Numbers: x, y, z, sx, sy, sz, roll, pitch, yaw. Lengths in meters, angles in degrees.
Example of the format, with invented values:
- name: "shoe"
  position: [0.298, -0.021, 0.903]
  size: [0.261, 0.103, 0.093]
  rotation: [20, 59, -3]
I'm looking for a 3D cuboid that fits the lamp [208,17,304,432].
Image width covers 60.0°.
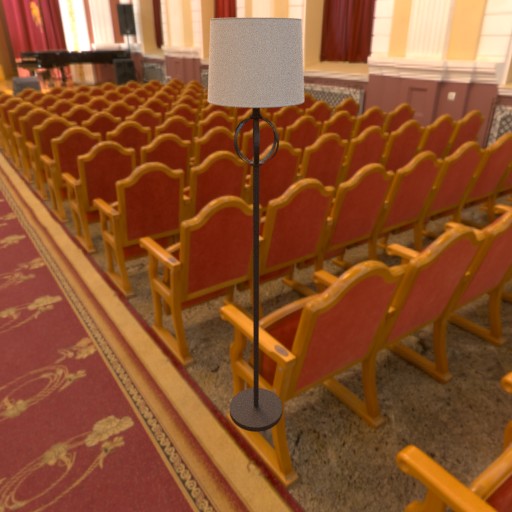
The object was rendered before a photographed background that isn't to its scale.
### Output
- name: "lamp"
  position: [0.000, 0.000, 1.551]
  size: [0.286, 1.462, 0.286]
  rotation: [-17, 31, -30]
